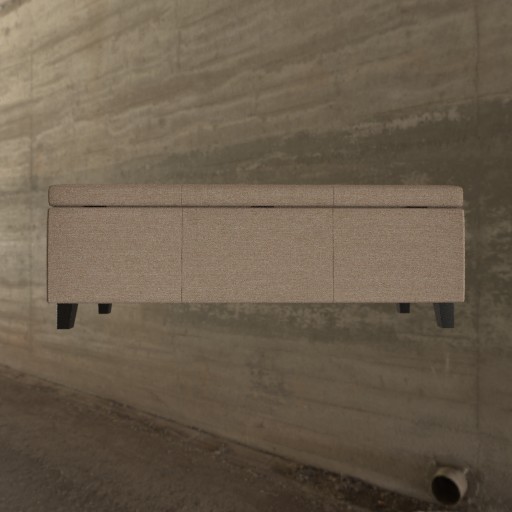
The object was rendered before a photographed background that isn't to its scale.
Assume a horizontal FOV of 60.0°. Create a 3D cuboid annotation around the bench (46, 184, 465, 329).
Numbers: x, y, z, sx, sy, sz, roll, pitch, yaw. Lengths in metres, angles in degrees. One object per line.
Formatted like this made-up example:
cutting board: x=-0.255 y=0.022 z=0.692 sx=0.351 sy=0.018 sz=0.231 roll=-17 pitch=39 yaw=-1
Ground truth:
bench: x=0.000 y=0.000 z=1.528 sx=1.269 sy=0.438 sz=0.446 roll=0 pitch=0 yaw=-1
